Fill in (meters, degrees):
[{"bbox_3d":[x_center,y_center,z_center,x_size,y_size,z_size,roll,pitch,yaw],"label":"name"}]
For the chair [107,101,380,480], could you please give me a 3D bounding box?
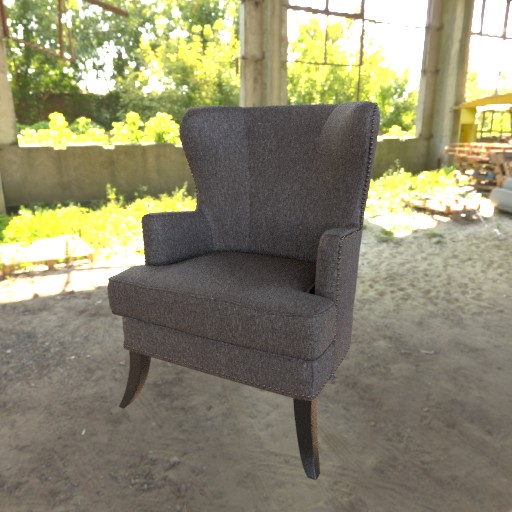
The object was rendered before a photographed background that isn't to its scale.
[{"bbox_3d":[0.000,0.000,1.591,0.759,1.060,0.758,8,18,27],"label":"chair"}]
